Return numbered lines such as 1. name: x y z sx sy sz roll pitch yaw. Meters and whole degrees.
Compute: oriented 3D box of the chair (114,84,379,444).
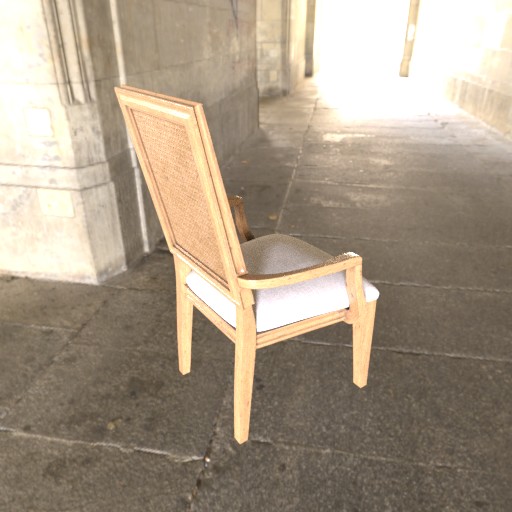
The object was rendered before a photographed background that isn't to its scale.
1. chair: 0.000 0.000 1.366 0.602 0.990 0.606 -18 32 -31
